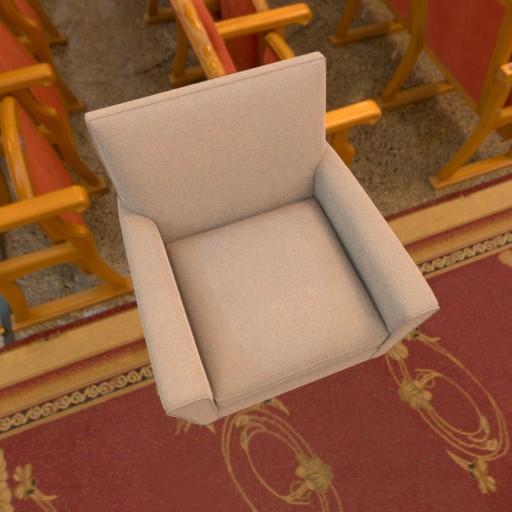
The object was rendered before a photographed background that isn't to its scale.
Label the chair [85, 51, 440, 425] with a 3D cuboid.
[{"bbox_3d":[0.000,0.000,1.557,0.840,0.846,0.871,-19,65,-9],"label":"chair"}]
